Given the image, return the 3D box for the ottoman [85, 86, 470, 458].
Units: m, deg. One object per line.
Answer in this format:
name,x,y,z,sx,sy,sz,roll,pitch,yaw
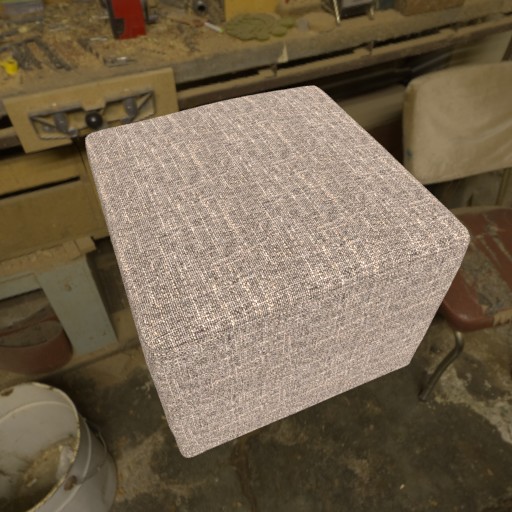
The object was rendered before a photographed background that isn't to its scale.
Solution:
ottoman,0.000,0.000,0.893,0.512,0.453,0.521,-18,51,-15
